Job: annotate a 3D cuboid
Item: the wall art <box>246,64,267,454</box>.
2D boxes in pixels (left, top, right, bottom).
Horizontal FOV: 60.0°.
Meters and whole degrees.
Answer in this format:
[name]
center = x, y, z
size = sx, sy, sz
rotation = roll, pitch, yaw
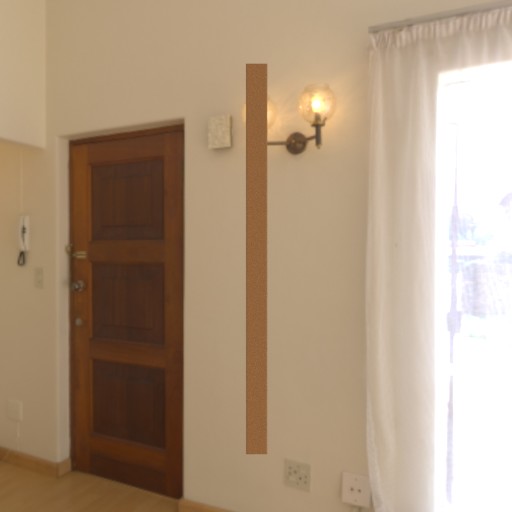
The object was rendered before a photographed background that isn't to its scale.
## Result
[wall art]
center = 0.000, 0.000, 1.147
size = 0.033, 0.608, 0.915
rotation = 0, 1, 0
